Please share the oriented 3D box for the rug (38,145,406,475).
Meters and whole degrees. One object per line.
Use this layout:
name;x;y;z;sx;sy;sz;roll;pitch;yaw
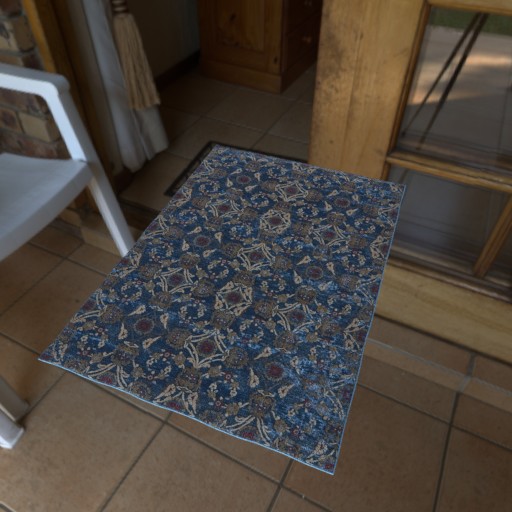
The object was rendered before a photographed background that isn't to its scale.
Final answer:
rug;0.000;0.000;2.815;1.567;0.014;2.207;15;48;15
